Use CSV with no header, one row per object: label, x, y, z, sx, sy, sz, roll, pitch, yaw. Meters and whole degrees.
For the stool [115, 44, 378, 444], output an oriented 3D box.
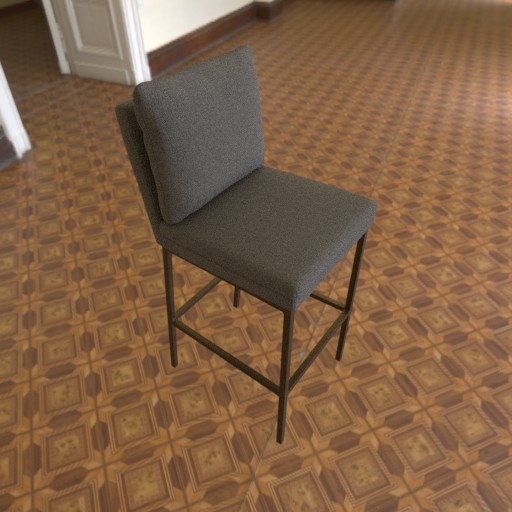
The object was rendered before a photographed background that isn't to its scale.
stool,0.000,0.000,1.412,0.569,1.132,0.463,25,47,27
